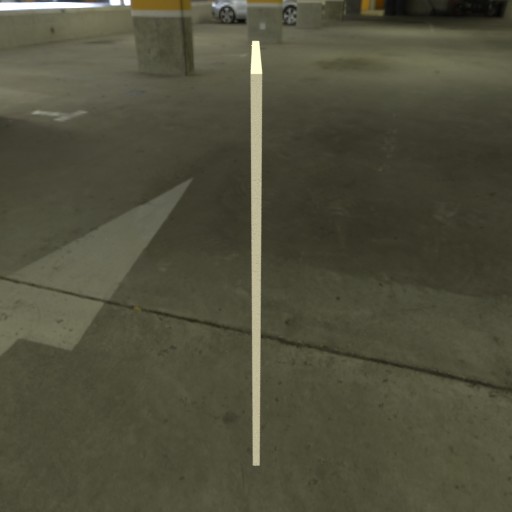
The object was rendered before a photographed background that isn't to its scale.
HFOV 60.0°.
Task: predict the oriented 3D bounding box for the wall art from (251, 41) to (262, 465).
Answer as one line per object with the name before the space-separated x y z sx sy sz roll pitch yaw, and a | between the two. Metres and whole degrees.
wall art | 0.000 0.000 0.816 0.013 0.683 0.380 0 31 0
